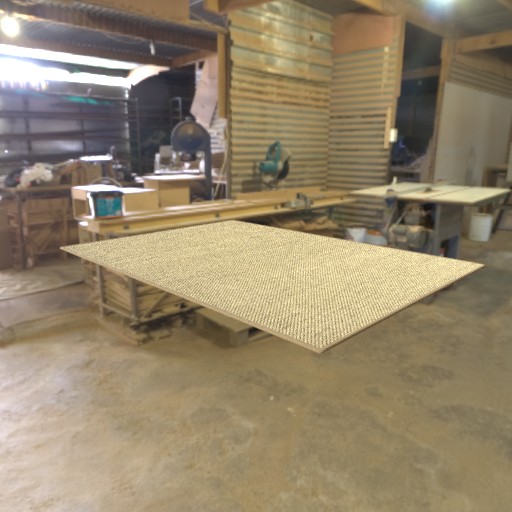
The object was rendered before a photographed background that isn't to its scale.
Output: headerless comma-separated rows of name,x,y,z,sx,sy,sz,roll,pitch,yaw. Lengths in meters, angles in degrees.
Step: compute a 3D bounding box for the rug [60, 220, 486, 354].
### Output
rug,0.000,0.000,2.670,1.517,0.013,2.115,-14,20,-43
